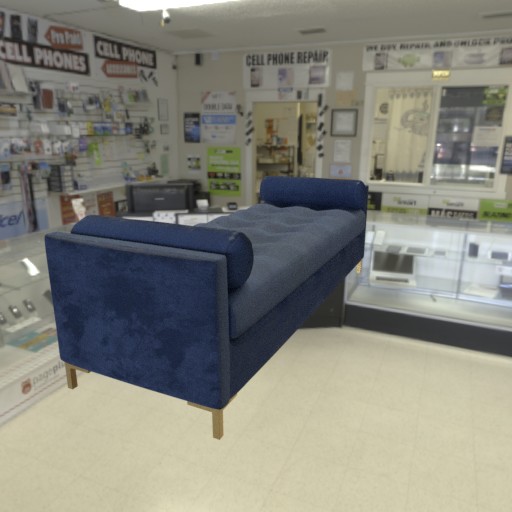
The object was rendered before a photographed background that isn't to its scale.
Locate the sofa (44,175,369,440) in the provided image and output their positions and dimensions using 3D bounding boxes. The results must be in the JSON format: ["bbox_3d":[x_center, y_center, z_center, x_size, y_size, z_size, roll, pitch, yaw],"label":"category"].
[{"bbox_3d":[0.000,0.000,2.477,0.796,0.705,2.102,8,18,25],"label":"sofa"}]
